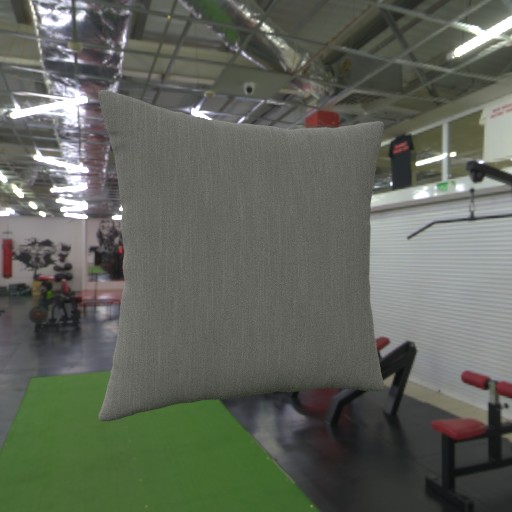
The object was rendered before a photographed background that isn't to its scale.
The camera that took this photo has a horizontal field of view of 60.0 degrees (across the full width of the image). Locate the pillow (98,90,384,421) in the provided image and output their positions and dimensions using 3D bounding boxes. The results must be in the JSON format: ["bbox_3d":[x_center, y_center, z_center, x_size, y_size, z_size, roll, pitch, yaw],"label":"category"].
[{"bbox_3d":[0.000,0.000,0.760,0.511,0.509,0.161,0,0,-19],"label":"pillow"}]
